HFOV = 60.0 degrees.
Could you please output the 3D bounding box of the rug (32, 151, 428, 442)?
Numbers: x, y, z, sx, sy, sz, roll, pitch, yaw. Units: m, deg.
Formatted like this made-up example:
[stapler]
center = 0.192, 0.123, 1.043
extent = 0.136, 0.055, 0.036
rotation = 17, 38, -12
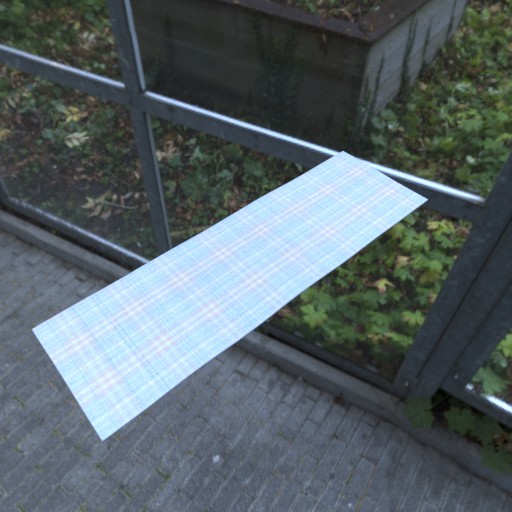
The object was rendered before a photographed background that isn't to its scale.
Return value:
[rug]
center = 0.000, 0.000, 2.655
extent = 2.439, 0.013, 0.762
rotation = -33, 55, -26
